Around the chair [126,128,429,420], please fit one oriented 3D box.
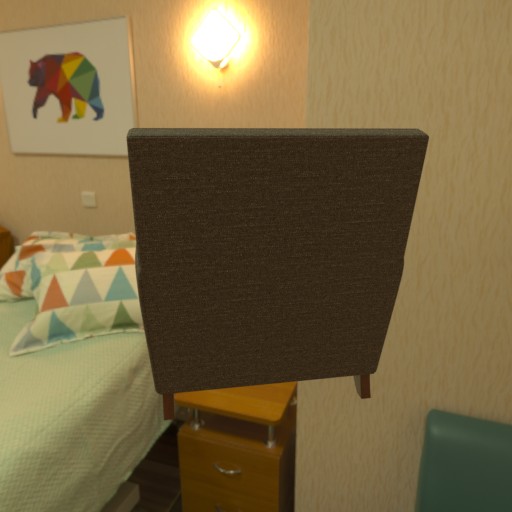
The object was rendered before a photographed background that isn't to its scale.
[{"bbox_3d":[0.000,0.000,1.613,0.838,0.885,0.875,-3,16,-10],"label":"chair"}]
